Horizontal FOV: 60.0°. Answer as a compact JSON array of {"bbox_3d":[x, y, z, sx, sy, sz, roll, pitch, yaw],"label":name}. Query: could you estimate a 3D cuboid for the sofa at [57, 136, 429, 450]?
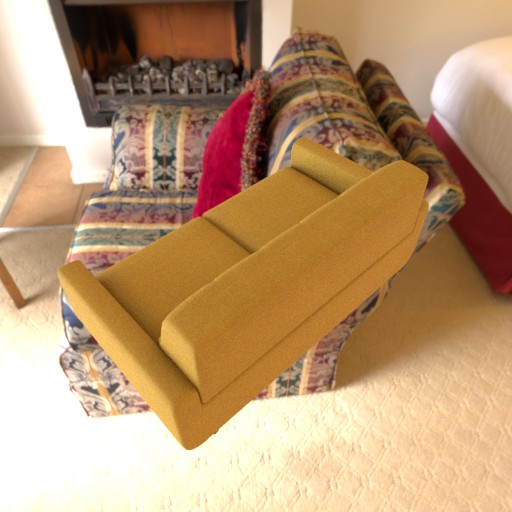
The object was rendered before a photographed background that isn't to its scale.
[{"bbox_3d":[0.000,0.000,2.230,1.631,0.841,0.909,-34,55,-28],"label":"sofa"}]
